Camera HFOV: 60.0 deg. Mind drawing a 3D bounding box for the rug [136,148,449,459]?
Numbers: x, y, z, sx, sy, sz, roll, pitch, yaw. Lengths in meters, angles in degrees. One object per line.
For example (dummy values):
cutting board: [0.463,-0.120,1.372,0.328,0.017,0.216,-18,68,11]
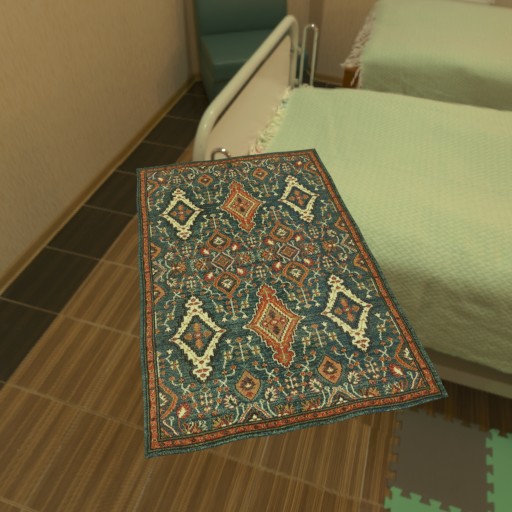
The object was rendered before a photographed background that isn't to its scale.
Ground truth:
rug: [0.000,0.000,4.190,2.190,0.008,3.371,-8,47,-8]
